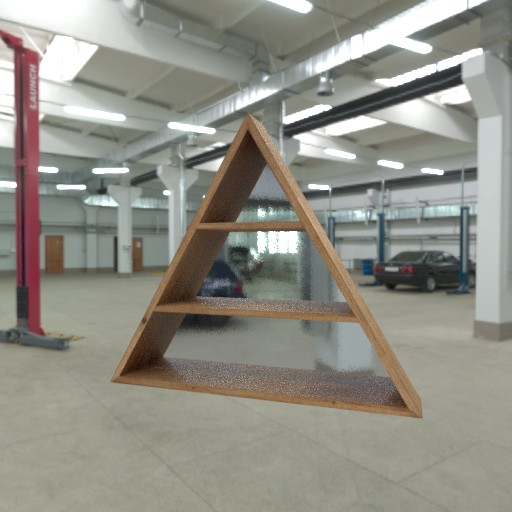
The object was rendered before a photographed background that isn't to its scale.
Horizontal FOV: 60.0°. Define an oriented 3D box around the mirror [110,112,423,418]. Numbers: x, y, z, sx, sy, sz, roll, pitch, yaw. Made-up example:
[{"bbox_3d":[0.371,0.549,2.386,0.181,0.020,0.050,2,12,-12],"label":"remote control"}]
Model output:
[{"bbox_3d":[0.000,0.000,0.892,0.631,0.548,0.100,0,1,19],"label":"mirror"}]
